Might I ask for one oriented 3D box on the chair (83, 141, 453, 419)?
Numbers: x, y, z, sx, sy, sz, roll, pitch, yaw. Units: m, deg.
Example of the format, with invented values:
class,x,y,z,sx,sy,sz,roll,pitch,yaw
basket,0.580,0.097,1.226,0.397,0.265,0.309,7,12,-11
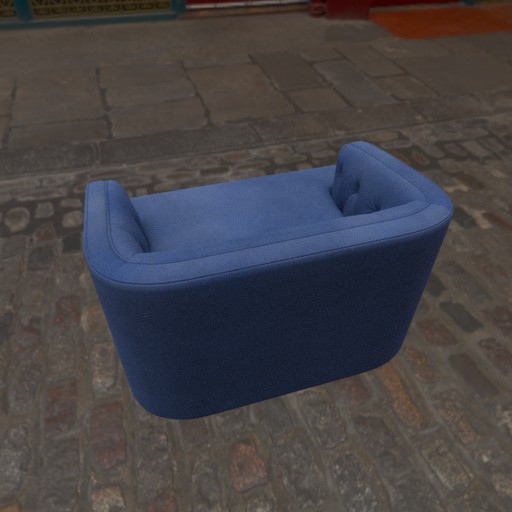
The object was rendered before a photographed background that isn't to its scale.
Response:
class,x,y,z,sx,sy,sz,roll,pitch,yaw
chair,0.000,0.000,1.694,1.118,0.787,0.914,-11,43,-13
